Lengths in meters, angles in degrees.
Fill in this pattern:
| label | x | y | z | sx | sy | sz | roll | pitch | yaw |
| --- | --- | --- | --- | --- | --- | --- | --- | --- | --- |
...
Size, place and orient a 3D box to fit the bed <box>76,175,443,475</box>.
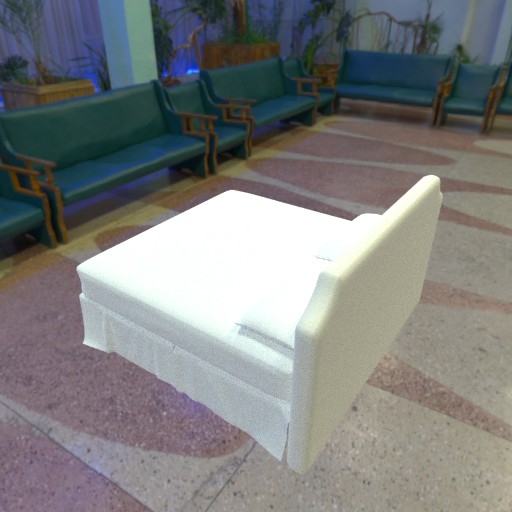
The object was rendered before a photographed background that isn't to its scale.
| label | x | y | z | sx | sy | sz | roll | pitch | yaw |
| --- | --- | --- | --- | --- | --- | --- | --- | --- | --- |
| bed | 0.000 | 0.000 | 3.574 | 2.204 | 1.301 | 2.160 | 20 | 35 | 30 |
